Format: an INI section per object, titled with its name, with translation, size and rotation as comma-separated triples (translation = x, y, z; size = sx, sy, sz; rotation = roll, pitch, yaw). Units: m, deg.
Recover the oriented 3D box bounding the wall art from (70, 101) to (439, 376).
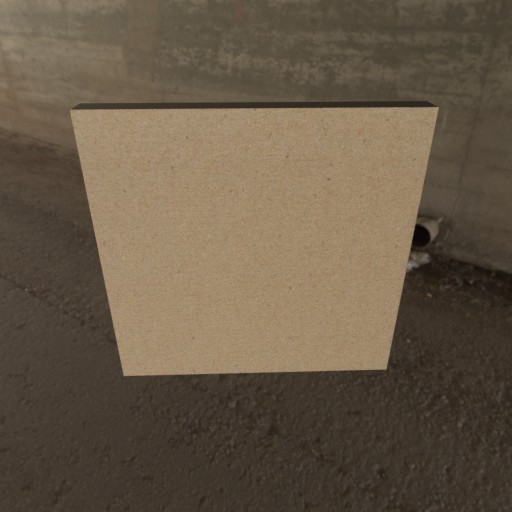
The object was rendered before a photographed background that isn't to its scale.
[wall art]
translation = 0.000, 0.000, 0.485
size = 0.327, 0.318, 0.029
rotation = -1, 30, -2
